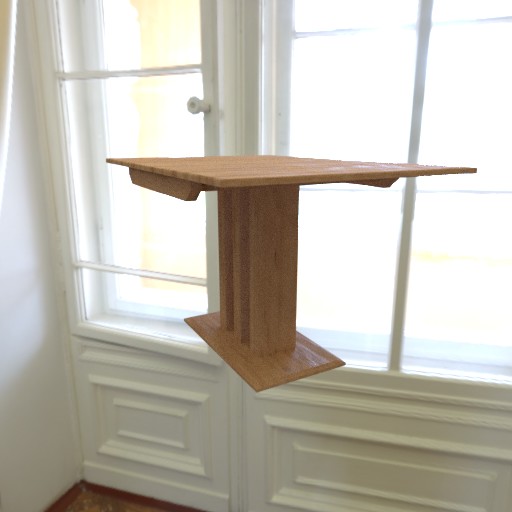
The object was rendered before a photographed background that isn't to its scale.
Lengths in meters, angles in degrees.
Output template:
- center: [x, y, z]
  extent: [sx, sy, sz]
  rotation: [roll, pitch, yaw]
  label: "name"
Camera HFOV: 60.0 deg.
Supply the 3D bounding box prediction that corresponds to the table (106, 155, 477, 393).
- center: [0.000, 0.000, 1.852]
  extent: [0.900, 0.770, 1.300]
  rotation: [-8, 17, -28]
  label: "table"
